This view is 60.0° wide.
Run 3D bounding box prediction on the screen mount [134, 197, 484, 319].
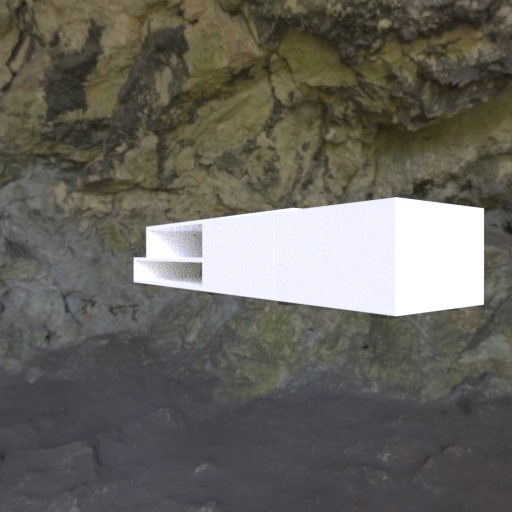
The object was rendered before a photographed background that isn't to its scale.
[{"bbox_3d":[0.000,0.000,1.851,0.420,0.320,1.680,0,0,-37],"label":"screen mount"}]
